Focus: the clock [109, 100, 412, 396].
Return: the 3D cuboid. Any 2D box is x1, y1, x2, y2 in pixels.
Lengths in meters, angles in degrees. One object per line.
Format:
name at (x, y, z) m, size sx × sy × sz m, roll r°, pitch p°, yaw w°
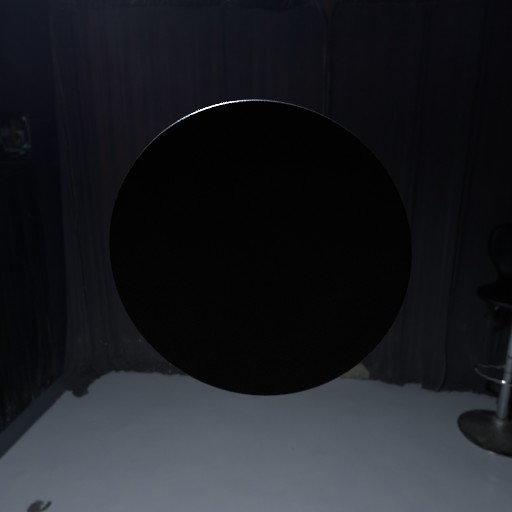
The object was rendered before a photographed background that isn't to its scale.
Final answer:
clock at (0.000, 0.000, 0.475) m, size 0.314 × 0.314 × 0.040 m, roll 2°, pitch 15°, yaw 8°
